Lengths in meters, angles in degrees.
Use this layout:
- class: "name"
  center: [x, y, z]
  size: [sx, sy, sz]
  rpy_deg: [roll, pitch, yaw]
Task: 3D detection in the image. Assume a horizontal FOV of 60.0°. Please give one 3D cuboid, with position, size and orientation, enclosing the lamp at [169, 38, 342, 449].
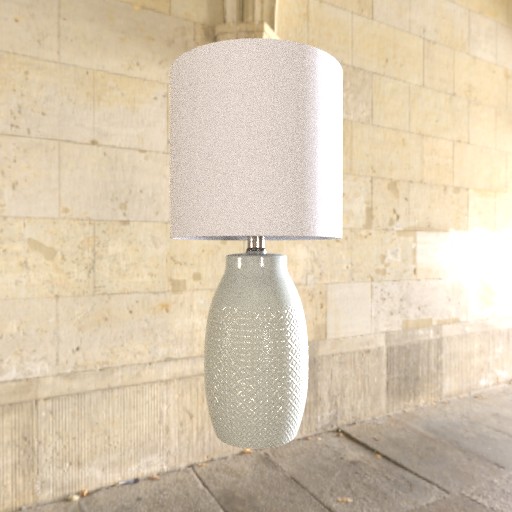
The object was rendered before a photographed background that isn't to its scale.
- class: "lamp"
  center: [0.000, 0.000, 0.568]
  size: [0.217, 0.453, 0.217]
  rpy_deg: [0, 1, 17]
